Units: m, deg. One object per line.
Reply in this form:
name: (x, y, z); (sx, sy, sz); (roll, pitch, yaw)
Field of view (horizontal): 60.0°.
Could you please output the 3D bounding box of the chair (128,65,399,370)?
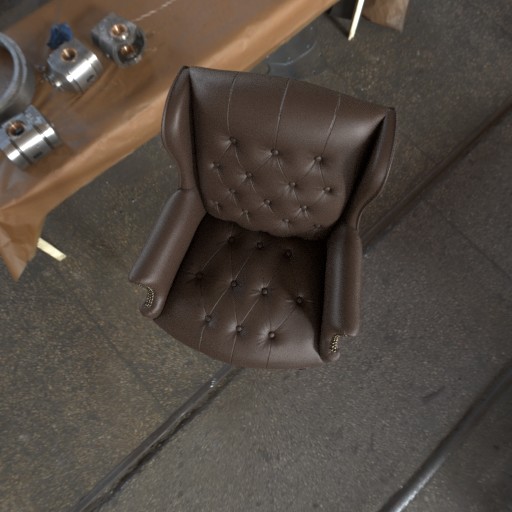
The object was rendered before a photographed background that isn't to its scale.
chair: (0.000, 0.000, 1.690); (0.829, 1.132, 0.819); (13, 75, 4)
